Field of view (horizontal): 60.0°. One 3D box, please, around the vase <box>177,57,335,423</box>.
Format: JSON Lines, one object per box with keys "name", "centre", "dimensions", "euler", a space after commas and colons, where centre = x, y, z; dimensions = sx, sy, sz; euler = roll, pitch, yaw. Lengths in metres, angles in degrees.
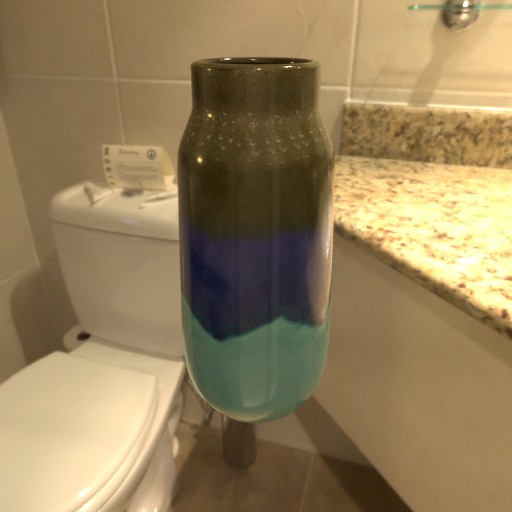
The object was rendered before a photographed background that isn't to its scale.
{"name": "vase", "centre": [0.000, 0.000, 0.386], "dimensions": [0.139, 0.313, 0.139], "euler": [0, 27, 0]}
